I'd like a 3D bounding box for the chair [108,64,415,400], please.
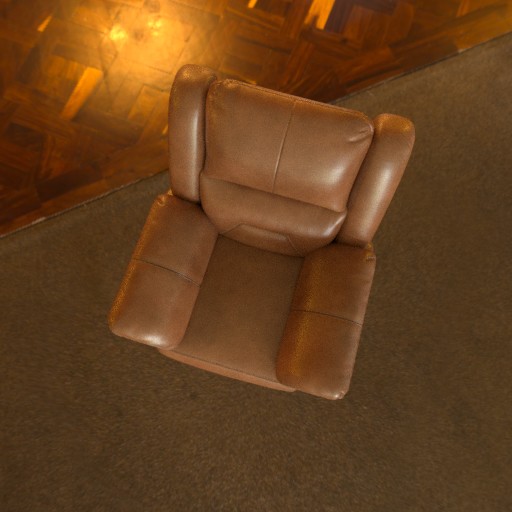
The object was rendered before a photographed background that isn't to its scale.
[{"bbox_3d":[0.000,0.000,1.903,0.990,1.093,1.041,16,76,4],"label":"chair"}]
